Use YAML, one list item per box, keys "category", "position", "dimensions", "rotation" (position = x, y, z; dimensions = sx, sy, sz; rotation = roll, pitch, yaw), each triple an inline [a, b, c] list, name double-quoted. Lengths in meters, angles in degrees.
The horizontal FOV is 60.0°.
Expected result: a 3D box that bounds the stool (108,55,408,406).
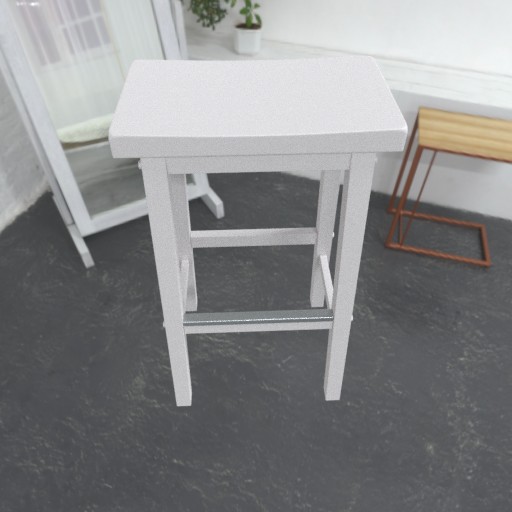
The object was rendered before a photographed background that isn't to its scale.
- category: "stool"
  position: [0.000, 0.000, 0.942]
  dimensions: [0.406, 0.742, 0.322]
  rotation: [-2, 48, -2]
